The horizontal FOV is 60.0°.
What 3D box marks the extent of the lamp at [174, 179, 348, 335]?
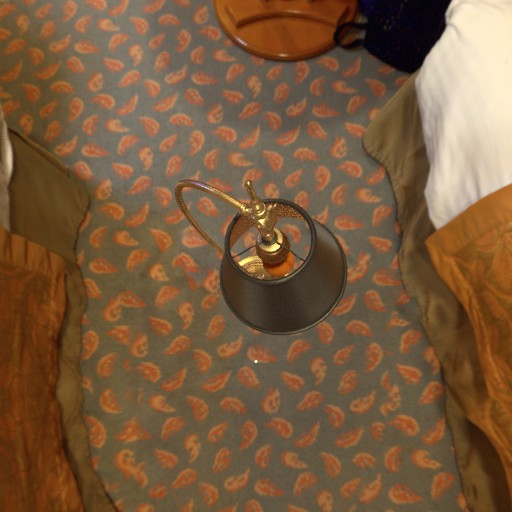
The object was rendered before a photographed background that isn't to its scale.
[{"bbox_3d":[0.000,0.000,0.834,0.344,0.675,0.235,34,79,8],"label":"lamp"}]
